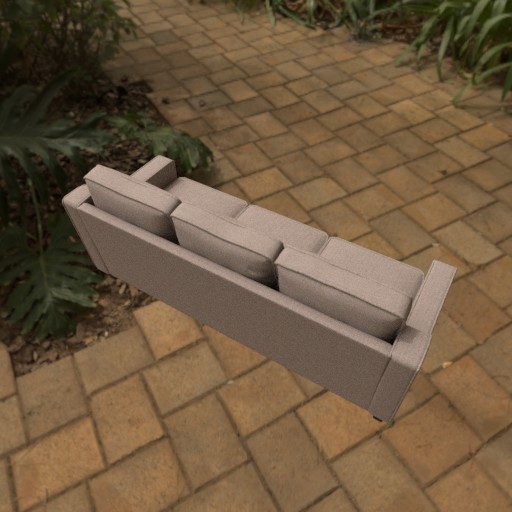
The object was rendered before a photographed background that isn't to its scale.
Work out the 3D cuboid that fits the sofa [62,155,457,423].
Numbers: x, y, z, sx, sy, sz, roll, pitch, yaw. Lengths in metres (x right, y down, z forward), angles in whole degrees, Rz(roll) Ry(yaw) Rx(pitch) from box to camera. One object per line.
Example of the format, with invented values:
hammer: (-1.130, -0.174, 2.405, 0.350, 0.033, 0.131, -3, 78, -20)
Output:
sofa: (0.000, 0.000, 2.682, 2.129, 0.950, 0.899, 24, 51, 21)
